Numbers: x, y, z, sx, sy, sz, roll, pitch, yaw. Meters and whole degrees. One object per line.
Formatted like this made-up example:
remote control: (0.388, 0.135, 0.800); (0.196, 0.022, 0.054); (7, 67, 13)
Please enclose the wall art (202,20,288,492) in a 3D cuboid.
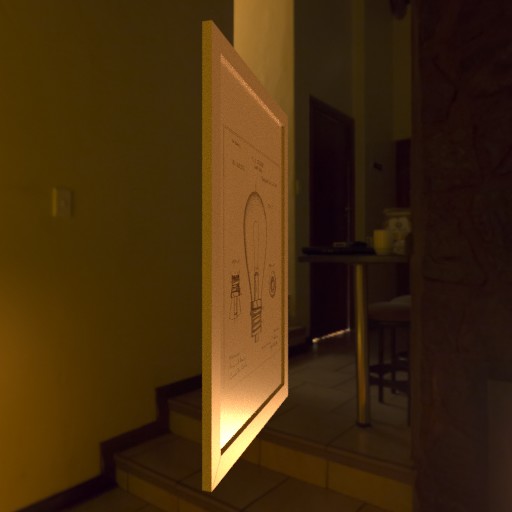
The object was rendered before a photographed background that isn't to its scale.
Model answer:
wall art: (0.000, 0.000, 0.601); (0.010, 0.474, 0.325); (0, 0, 18)
